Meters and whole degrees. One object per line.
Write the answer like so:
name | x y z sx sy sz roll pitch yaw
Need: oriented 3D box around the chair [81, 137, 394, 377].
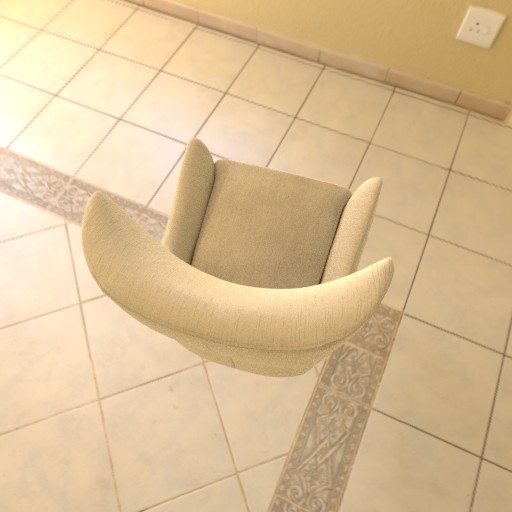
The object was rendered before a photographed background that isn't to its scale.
chair | 0.000 0.000 1.597 0.779 1.000 0.904 14 64 7
